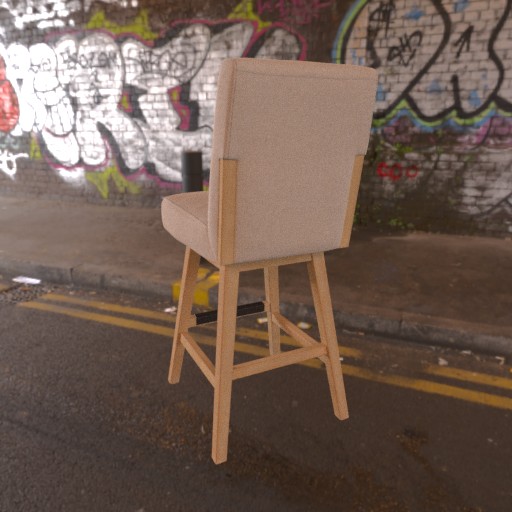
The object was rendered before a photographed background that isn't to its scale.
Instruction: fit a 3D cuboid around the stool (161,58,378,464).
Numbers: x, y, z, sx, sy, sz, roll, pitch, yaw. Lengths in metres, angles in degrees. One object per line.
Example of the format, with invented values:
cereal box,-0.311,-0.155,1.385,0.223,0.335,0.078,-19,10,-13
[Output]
stool,0.000,0.000,1.318,0.446,1.015,0.543,-8,18,-25
